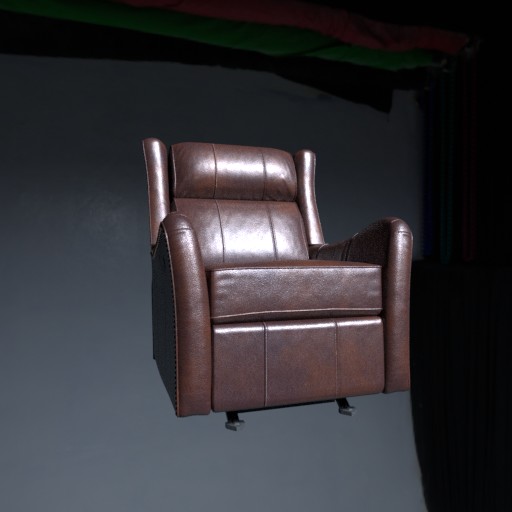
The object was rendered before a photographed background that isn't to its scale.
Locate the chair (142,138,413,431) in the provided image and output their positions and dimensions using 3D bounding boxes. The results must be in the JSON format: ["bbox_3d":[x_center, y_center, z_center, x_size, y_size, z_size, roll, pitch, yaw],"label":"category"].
[{"bbox_3d":[0.000,0.000,1.837,0.869,1.084,1.008,0,1,-18],"label":"chair"}]
